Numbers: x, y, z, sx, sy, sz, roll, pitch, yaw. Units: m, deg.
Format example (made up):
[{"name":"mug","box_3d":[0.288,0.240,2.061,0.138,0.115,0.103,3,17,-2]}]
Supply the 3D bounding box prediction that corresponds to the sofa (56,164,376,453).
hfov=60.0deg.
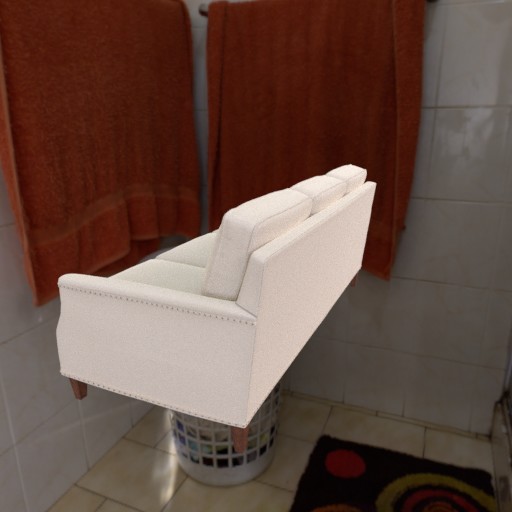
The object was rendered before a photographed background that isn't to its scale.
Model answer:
[{"name":"sofa","box_3d":[0.000,0.000,2.786,1.084,1.003,2.246,8,19,23]}]
